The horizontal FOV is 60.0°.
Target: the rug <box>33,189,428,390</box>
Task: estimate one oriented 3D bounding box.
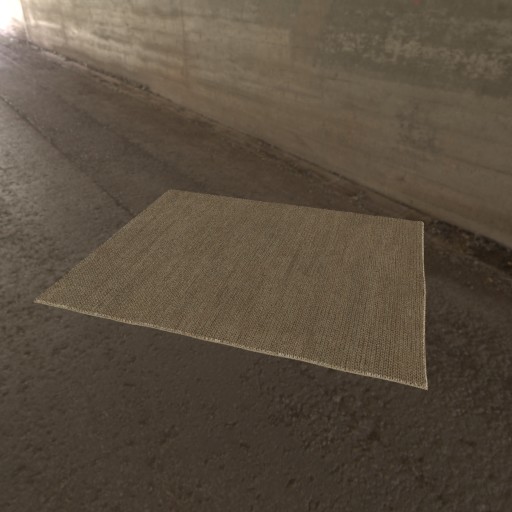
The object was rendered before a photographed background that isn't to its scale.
[{"bbox_3d":[0.000,0.000,4.196,3.052,0.030,2.429,9,33,15],"label":"rug"}]
